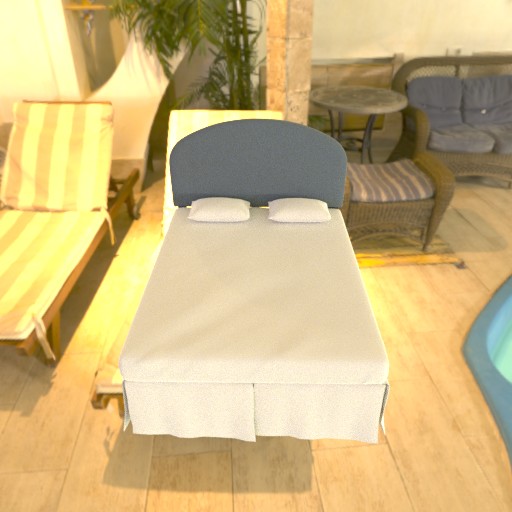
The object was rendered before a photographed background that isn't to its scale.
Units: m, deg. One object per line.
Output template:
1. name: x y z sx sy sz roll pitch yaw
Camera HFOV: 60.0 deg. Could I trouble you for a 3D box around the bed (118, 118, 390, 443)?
1. bed: 0.000 0.000 3.149 1.607 1.410 2.005 0 32 1
